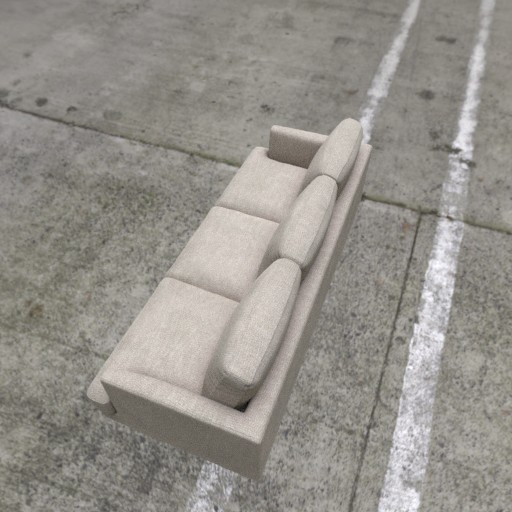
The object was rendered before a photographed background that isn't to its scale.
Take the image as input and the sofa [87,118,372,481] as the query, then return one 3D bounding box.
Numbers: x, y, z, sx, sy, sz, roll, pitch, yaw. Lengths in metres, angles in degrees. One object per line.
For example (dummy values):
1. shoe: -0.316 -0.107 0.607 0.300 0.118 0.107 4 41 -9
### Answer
1. sofa: 0.000 0.000 2.687 0.903 0.930 2.246 16 50 14
